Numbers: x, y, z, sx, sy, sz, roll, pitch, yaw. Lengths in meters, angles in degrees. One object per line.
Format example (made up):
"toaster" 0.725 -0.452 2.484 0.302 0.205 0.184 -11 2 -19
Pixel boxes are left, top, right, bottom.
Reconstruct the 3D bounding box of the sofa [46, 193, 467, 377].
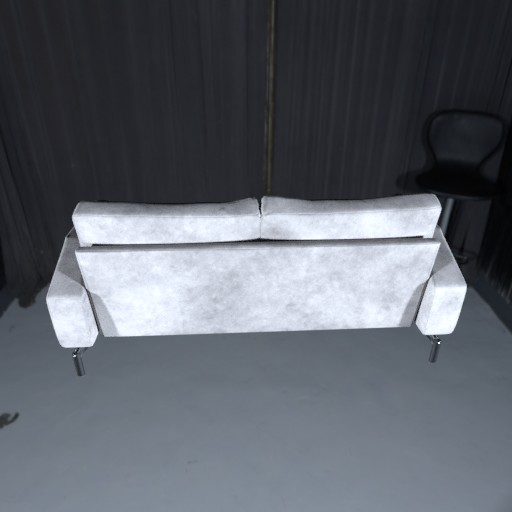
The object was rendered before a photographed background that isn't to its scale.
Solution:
"sofa" 0.000 0.000 2.303 1.837 0.859 0.849 -2 29 -3
